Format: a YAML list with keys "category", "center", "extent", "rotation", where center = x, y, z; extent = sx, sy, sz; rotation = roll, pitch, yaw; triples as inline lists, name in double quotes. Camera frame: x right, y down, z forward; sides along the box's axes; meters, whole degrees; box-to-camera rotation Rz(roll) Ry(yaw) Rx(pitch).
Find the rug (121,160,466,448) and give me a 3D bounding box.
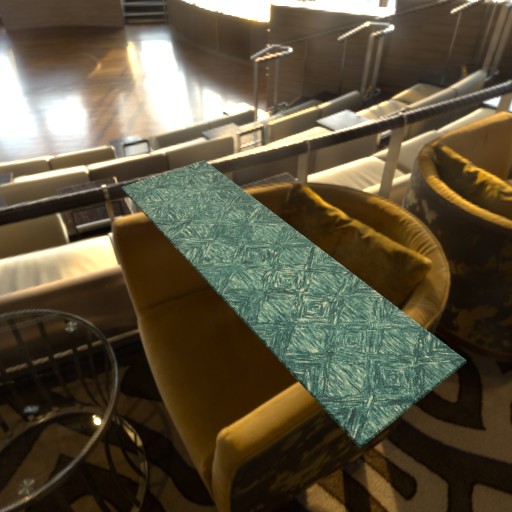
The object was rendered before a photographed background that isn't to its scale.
- category: "rug"
  center: [0.000, 0.000, 2.536]
  extent: [0.676, 0.016, 2.286]
  rotation: [-25, 46, -26]
